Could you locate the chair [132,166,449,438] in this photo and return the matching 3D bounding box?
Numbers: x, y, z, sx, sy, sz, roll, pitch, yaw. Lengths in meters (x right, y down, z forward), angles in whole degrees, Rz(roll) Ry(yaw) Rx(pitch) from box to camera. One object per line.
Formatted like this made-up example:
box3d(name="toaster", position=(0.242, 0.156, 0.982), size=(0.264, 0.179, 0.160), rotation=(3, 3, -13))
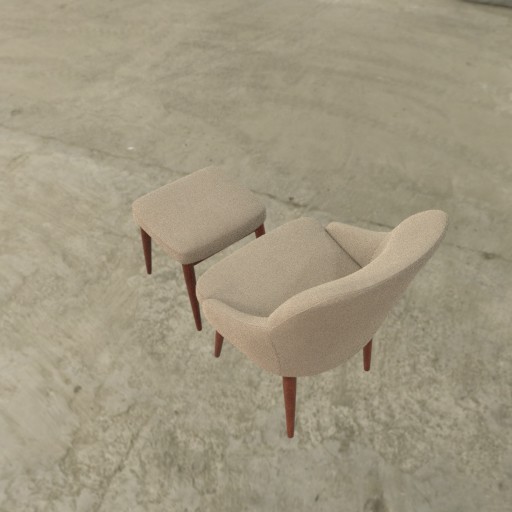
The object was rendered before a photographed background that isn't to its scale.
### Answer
box3d(name="chair", position=(0.000, 0.000, 1.569), size=(0.584, 0.866, 1.114), rotation=(-31, 54, -26))
